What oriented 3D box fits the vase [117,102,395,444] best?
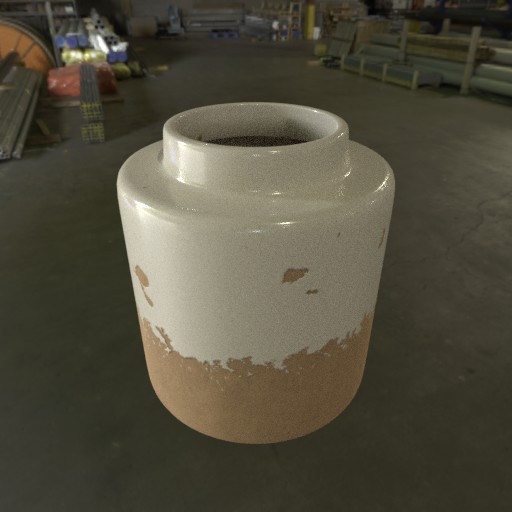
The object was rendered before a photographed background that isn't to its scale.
[{"bbox_3d":[0.000,0.000,0.279,0.153,0.167,0.153,0,31,0],"label":"vase"}]
